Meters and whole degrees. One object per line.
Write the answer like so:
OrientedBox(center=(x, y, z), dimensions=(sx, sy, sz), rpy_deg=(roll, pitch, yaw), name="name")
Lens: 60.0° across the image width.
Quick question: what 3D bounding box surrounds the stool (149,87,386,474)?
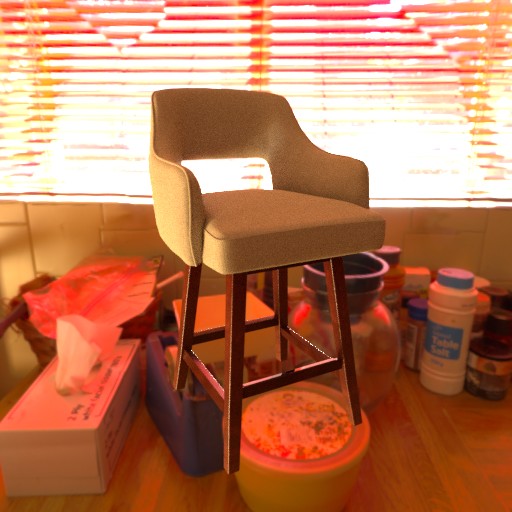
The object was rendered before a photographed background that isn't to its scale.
OrientedBox(center=(0.000, 0.000, 1.268), dimensions=(0.550, 0.936, 0.560), rpy_deg=(-8, 18, -27), name="stool")
